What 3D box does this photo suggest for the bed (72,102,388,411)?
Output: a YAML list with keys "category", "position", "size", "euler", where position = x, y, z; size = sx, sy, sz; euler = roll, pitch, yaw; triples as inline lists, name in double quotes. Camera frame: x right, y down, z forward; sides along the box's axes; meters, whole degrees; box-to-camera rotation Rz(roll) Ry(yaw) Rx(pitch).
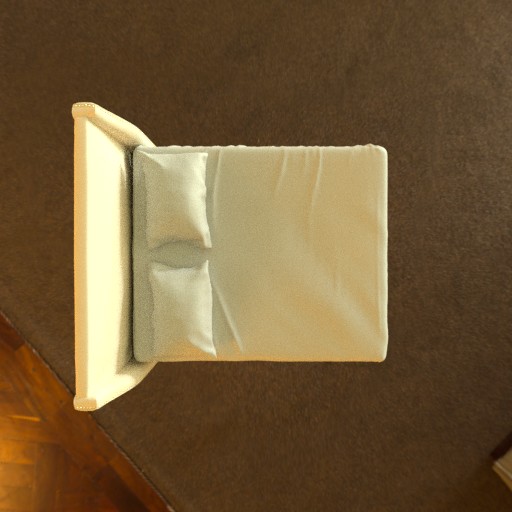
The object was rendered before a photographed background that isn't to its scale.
- category: "bed"
  position: [0.000, 0.000, 3.374]
  size: [2.276, 1.332, 1.925]
  euler: [0, 91, 0]
